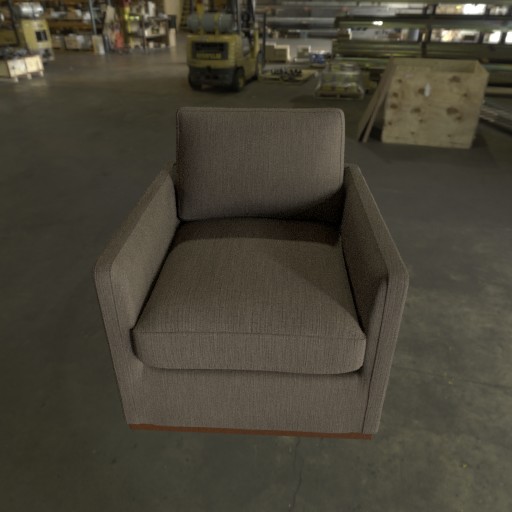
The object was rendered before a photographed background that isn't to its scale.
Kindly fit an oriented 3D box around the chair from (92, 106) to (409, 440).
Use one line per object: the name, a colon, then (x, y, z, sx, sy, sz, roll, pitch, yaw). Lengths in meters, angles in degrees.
chair: (0.000, 0.000, 1.464, 0.763, 0.811, 0.834, 1, 31, 2)
